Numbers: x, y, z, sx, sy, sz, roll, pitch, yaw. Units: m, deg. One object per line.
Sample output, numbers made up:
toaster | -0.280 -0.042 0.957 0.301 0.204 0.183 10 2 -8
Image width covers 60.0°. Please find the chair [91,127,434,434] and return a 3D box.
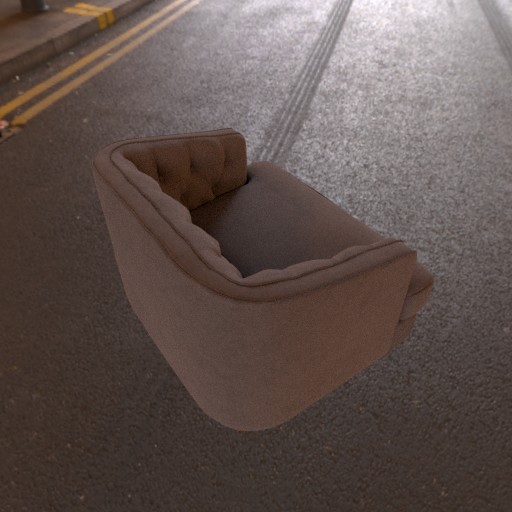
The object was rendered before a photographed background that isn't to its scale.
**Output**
chair | 0.000 0.000 1.800 0.941 0.852 1.104 -26 48 -26
